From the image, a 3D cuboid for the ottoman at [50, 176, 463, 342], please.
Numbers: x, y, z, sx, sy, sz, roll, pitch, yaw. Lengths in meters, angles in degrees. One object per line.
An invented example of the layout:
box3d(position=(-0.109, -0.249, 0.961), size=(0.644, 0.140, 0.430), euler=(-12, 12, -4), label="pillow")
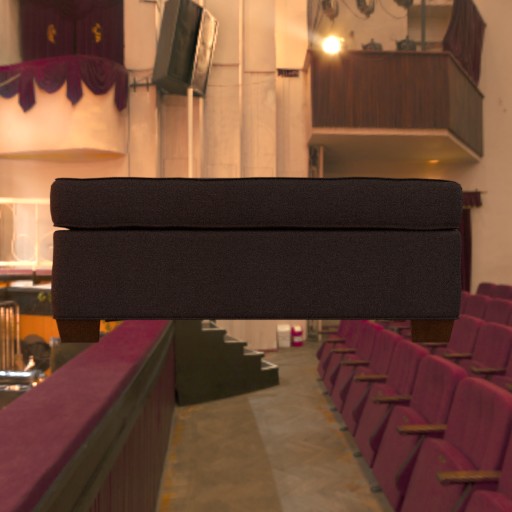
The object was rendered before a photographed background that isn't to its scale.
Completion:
box3d(position=(0.000, 0.000, 1.402), size=(1.110, 0.460, 0.515), euler=(0, 0, 0), label="ottoman")
